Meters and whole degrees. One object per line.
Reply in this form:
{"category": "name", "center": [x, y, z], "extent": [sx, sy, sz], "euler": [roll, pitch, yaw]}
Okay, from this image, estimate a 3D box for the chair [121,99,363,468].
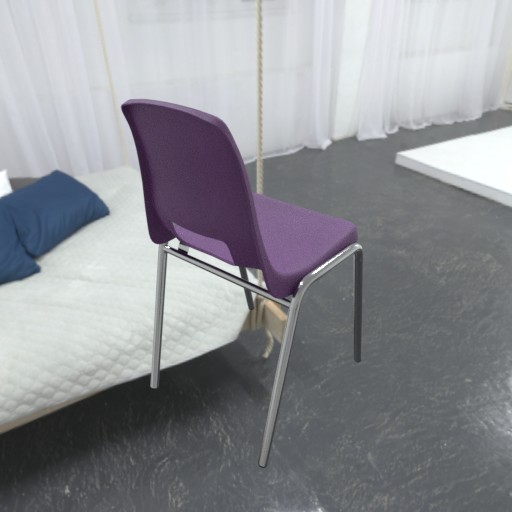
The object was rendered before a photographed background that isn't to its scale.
{"category": "chair", "center": [0.000, 0.000, 0.952], "extent": [0.381, 0.704, 0.432], "euler": [22, 37, 32]}
